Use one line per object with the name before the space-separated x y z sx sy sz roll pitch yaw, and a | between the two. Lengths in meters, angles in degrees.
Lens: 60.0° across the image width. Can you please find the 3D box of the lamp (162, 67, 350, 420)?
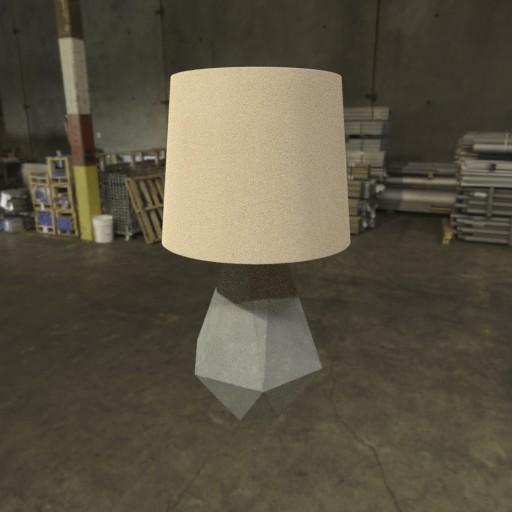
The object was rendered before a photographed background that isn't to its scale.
lamp | 0.000 0.000 0.671 0.276 0.501 0.276 0 16 0
